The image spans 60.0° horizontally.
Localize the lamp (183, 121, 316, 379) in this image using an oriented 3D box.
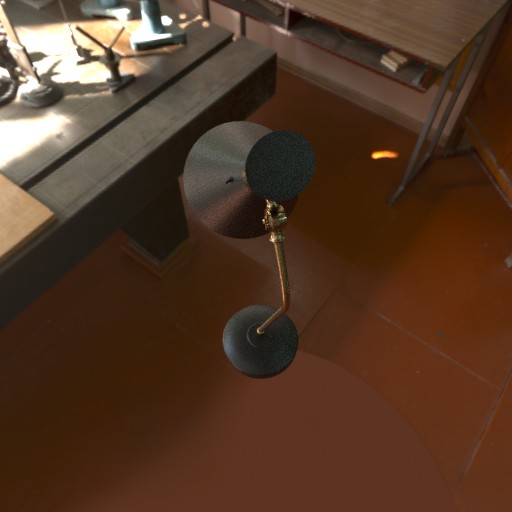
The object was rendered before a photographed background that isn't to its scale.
[{"bbox_3d":[0.000,0.000,0.781,0.189,0.647,0.292,-15,58,-10],"label":"lamp"}]
